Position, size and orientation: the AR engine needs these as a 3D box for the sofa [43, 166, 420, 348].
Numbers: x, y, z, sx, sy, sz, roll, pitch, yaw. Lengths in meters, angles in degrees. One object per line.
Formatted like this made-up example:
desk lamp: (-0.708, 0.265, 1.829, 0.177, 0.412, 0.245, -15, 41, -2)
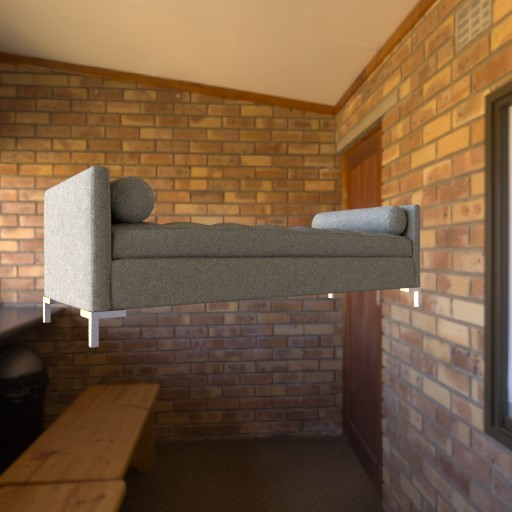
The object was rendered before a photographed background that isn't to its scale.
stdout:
sofa: (0.000, 0.000, 2.529, 2.102, 0.657, 0.797, 0, 0, -37)
